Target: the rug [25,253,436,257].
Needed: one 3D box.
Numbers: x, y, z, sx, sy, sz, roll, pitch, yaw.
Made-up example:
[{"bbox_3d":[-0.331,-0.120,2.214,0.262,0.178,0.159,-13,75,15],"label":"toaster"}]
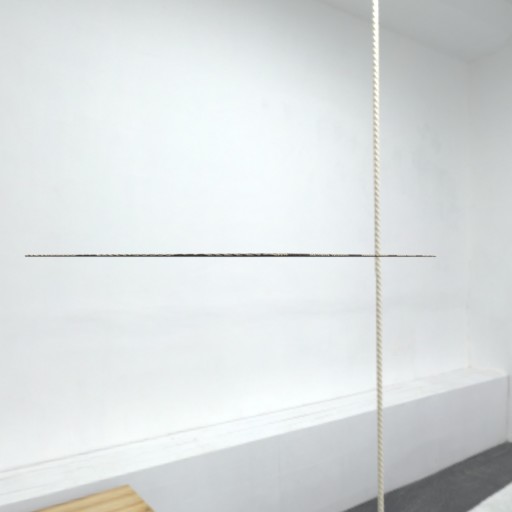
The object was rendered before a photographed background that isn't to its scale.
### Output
[{"bbox_3d":[0.000,0.000,4.096,2.438,0.016,3.048,0,0,36],"label":"rug"}]
